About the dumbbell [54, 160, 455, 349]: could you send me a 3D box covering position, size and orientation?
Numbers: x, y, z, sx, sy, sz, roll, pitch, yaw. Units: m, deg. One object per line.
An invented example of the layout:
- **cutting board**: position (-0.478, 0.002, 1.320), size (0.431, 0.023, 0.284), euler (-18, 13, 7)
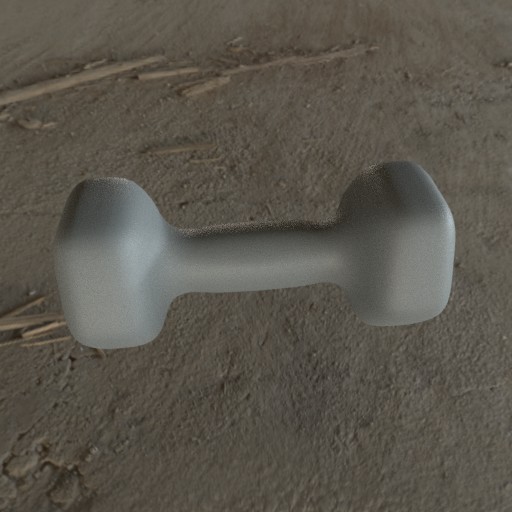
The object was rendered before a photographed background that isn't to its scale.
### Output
- **dumbbell**: position (0.000, 0.000, 0.227), size (0.184, 0.081, 0.090), euler (-4, 46, -3)
